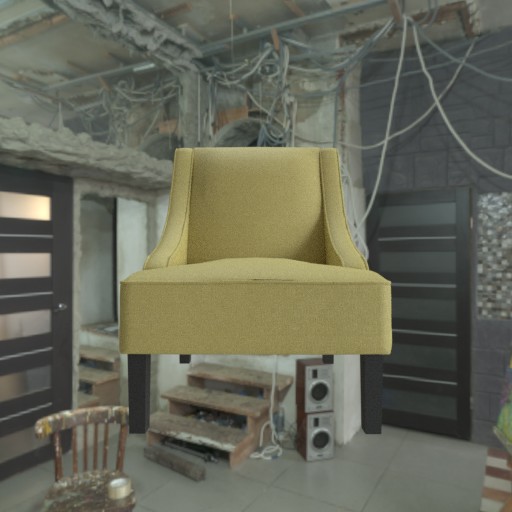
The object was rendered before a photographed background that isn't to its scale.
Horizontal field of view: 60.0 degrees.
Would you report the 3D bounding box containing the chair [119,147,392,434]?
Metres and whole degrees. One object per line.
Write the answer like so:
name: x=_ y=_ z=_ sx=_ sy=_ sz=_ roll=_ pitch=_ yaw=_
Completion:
chair: x=0.000 y=0.000 z=1.492 sx=0.696 sy=0.896 sz=0.814 roll=0 pitch=0 yaw=0
